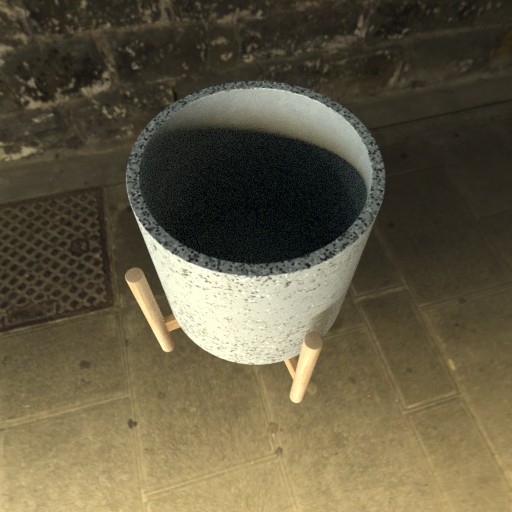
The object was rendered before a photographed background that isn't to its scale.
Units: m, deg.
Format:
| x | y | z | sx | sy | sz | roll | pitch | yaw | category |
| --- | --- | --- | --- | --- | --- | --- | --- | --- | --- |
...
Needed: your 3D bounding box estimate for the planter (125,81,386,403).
| x | y | z | sx | sy | sz | roll | pitch | yaw | category |
| --- | --- | --- | --- | --- | --- | --- | --- | --- | --- |
| 0.000 | 0.000 | 0.702 | 0.360 | 0.419 | 0.360 | -1 | 59 | -1 | planter |
